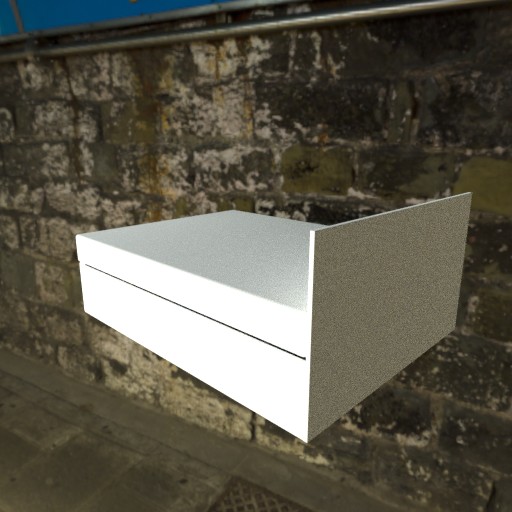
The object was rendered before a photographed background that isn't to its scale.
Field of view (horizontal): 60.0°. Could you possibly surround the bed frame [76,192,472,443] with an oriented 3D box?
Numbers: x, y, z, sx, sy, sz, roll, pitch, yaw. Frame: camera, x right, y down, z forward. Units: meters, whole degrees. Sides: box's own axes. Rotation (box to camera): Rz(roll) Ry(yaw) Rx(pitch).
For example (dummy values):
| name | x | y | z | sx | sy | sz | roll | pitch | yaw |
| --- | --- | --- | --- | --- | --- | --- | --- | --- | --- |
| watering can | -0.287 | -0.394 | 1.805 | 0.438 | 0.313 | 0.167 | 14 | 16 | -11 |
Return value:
| name | x | y | z | sx | sy | sz | roll | pitch | yaw |
| --- | --- | --- | --- | --- | --- | --- | --- | --- | --- |
| bed frame | 0.000 | 0.000 | 2.658 | 1.900 | 0.800 | 1.400 | 14 | 21 | 42 |
